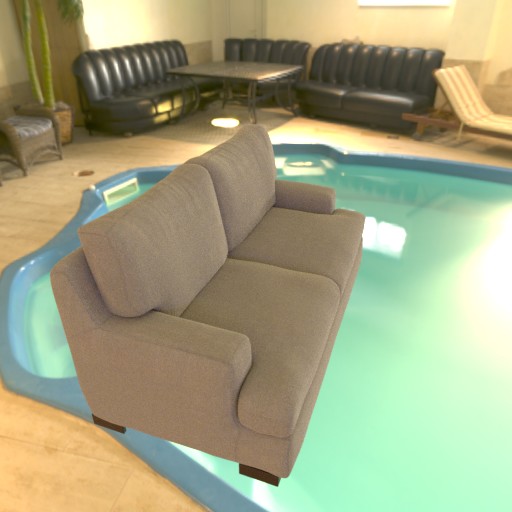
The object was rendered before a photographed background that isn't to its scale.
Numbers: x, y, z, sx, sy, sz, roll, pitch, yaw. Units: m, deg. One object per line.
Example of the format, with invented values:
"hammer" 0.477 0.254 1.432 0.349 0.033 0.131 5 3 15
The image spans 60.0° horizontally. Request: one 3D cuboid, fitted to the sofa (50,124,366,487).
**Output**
"sofa" 0.000 0.000 2.359 0.962 0.980 1.855 10 31 17
